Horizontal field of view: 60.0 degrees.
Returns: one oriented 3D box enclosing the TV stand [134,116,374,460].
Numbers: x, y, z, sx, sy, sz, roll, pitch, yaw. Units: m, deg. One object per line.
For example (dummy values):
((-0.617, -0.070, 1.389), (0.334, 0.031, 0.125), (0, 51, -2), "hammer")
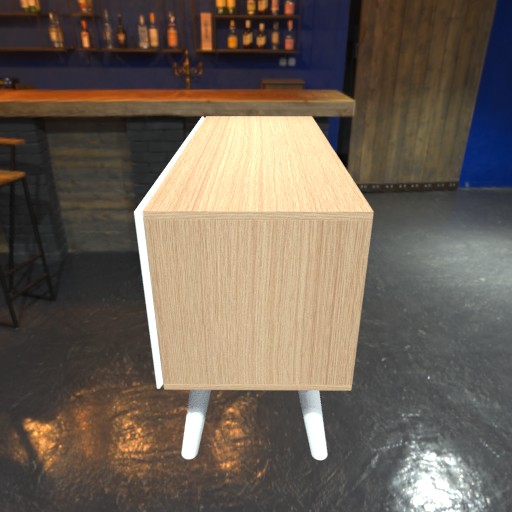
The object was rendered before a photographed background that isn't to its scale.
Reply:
((0.000, 0.000, 1.340), (0.407, 0.660, 0.991), (0, 26, 0), "TV stand")
